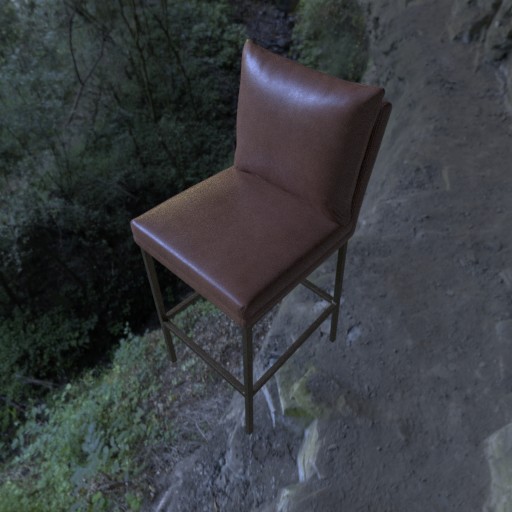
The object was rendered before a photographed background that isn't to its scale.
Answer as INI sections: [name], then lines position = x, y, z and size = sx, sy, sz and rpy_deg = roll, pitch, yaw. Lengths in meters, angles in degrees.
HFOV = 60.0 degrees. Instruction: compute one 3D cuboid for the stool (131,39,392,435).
[stool]
position = 0.000, 0.000, 1.421
size = 0.463, 1.124, 0.571
rpy_deg = 34, 55, 28
